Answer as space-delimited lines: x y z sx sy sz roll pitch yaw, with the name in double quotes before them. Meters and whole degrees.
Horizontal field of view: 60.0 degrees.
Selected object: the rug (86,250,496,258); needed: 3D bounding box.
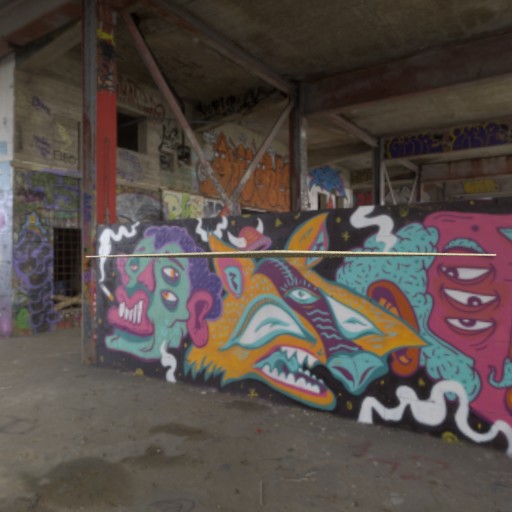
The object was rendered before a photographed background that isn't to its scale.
"rug" 0.000 0.000 2.159 1.143 0.006 1.747 0 -1 -36
